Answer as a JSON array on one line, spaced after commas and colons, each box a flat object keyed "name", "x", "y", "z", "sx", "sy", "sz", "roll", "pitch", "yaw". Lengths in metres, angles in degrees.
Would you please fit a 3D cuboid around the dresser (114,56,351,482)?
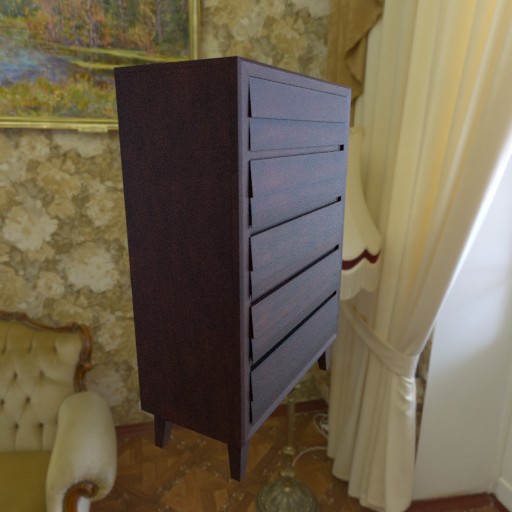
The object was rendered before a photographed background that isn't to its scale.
[{"name": "dresser", "x": 0.000, "y": 0.000, "z": 2.033, "sx": 0.506, "sy": 1.514, "sz": 1.072, "roll": 8, "pitch": 18, "yaw": 28}]
